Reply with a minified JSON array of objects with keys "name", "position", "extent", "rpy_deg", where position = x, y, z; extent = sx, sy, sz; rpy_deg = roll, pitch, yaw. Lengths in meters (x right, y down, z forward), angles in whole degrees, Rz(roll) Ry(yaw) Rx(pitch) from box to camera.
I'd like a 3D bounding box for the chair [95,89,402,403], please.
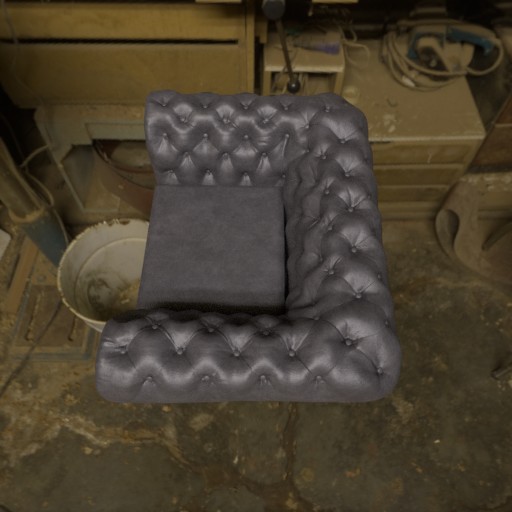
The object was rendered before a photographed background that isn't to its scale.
[{"name":"chair","position":[0.000,0.000,1.872],"extent":[0.943,0.780,1.298],"rpy_deg":[1,61,0]}]
